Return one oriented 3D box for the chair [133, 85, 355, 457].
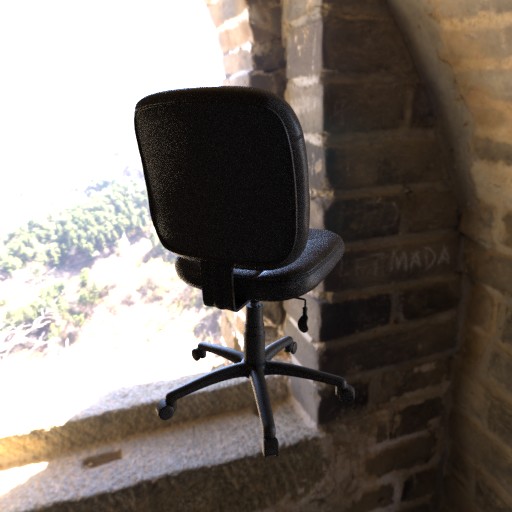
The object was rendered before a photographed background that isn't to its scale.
[{"bbox_3d":[0.000,0.000,1.394,0.647,0.959,0.646,8,18,26],"label":"chair"}]
